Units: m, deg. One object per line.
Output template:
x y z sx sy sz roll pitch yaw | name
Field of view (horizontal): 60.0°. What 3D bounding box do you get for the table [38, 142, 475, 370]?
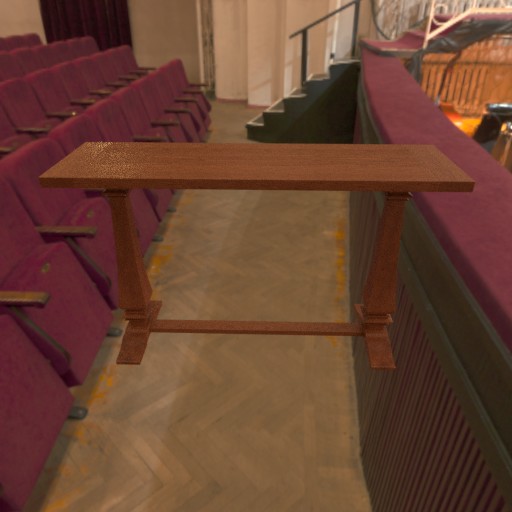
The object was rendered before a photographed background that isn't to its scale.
0.000 0.000 1.904 1.478 0.852 0.461 1 30 1 | table
